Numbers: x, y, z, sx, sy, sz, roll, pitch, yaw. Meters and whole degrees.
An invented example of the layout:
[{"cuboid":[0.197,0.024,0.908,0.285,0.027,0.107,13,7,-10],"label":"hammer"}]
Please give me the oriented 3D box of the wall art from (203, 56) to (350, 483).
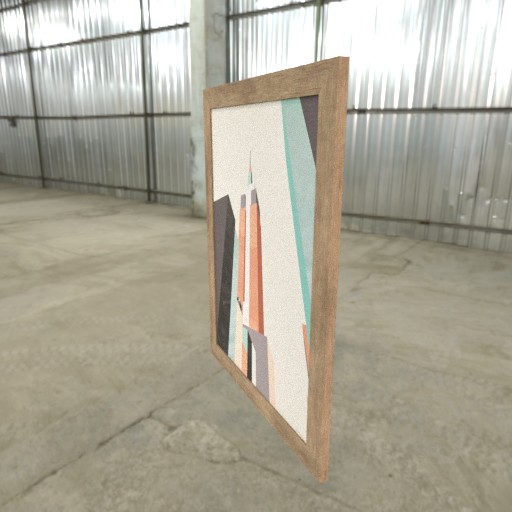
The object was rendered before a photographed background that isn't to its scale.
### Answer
[{"cuboid":[0.000,0.000,0.913,0.018,0.686,0.534,-8,17,-25],"label":"wall art"}]
